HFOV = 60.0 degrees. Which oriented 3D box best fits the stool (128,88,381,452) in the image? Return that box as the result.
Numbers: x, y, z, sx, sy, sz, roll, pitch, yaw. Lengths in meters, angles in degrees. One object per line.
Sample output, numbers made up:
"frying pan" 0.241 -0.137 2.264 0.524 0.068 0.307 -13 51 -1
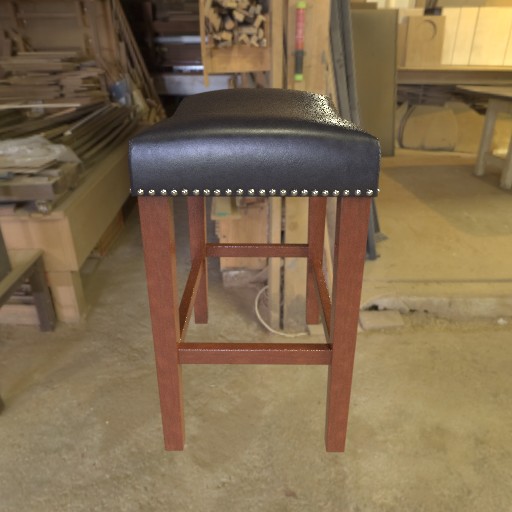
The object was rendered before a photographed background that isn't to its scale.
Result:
"stool" 0.000 0.000 0.971 0.372 0.654 0.504 0 26 1
